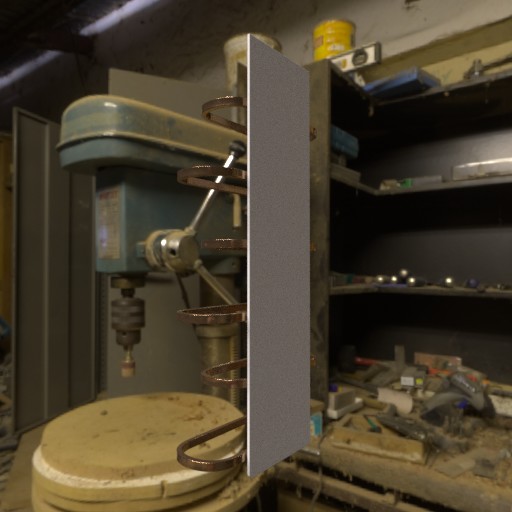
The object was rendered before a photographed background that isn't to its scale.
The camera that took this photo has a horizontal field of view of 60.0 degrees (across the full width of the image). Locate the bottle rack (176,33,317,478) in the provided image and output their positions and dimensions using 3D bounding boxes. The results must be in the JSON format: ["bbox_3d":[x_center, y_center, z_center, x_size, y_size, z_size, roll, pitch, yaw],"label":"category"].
[{"bbox_3d":[0.000,0.000,0.811,0.118,0.709,0.332,-1,-1,38],"label":"bottle rack"}]
